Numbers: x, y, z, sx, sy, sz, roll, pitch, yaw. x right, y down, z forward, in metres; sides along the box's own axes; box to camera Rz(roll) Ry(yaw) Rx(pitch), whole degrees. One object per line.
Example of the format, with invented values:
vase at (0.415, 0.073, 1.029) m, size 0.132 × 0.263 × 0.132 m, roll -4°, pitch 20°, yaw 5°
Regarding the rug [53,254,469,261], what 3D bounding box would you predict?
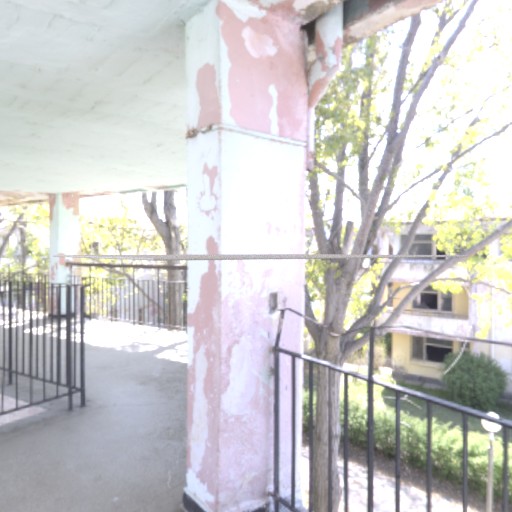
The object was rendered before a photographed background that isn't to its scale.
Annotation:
rug at (0.000, 0.000, 4.152) m, size 3.050 × 0.015 × 2.441 m, roll 0°, pitch 1°, yaw -36°
